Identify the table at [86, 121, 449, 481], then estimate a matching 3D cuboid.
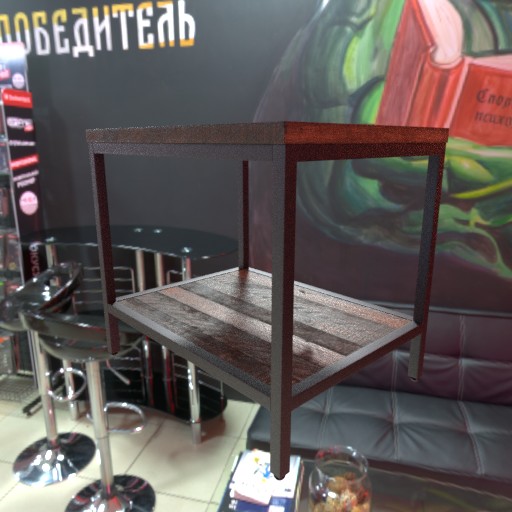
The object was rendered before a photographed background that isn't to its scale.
[{"bbox_3d":[0.000,0.000,1.109,0.524,0.612,0.678,-13,20,-41],"label":"table"}]
